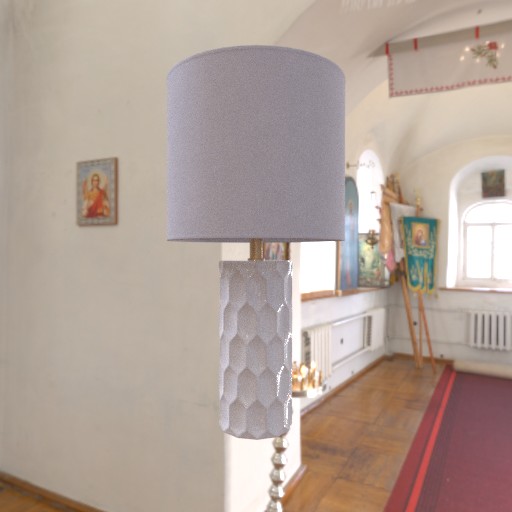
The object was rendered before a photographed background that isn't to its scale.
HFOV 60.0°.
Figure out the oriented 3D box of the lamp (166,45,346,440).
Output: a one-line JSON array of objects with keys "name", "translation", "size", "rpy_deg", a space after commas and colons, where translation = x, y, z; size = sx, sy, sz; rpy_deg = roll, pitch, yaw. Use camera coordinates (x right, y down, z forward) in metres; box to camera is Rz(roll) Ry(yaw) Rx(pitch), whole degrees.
[{"name": "lamp", "translation": [0.000, 0.000, 0.701], "size": [0.277, 0.537, 0.277], "rpy_deg": [0, 1, -18]}]
